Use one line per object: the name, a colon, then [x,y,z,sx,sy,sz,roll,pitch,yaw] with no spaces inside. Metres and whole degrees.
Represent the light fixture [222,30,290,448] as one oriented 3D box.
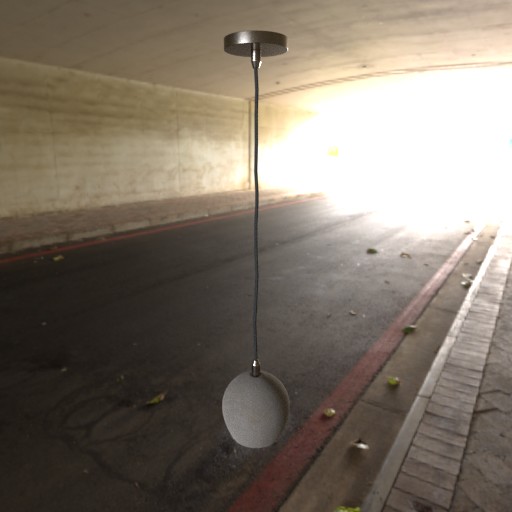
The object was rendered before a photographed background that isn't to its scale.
light fixture: [0.000,0.000,0.846,0.139,0.764,0.139,-6,14,-25]
